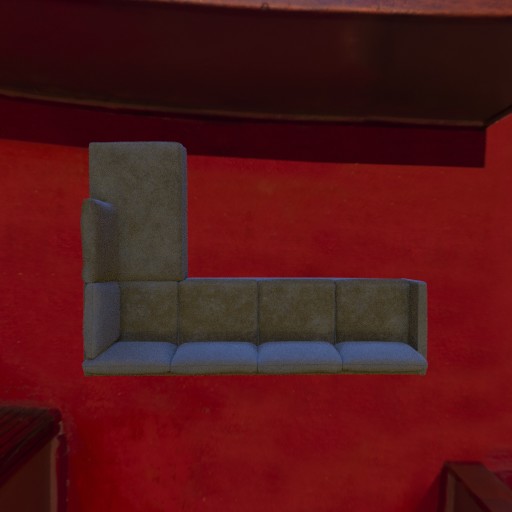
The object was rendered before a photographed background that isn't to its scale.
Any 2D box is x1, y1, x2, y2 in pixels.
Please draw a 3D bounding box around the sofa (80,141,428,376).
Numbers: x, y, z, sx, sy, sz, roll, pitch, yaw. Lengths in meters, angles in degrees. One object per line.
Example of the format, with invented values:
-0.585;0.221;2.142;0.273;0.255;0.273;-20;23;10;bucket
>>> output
0.000;0.000;3.304;2.486;0.687;1.707;0;90;-1;sofa
